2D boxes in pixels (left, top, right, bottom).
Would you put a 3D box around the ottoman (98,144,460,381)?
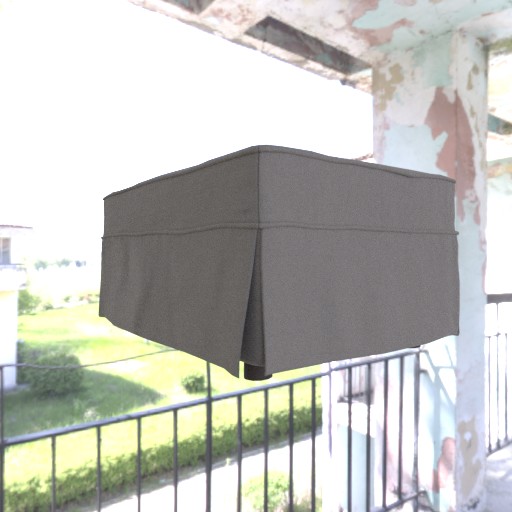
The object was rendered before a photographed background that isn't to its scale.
[{"bbox_3d":[0.000,0.000,1.305,0.703,0.479,0.944,0,1,-36],"label":"ottoman"}]
